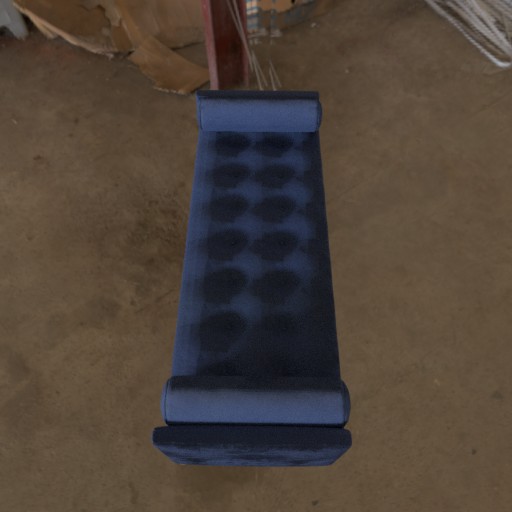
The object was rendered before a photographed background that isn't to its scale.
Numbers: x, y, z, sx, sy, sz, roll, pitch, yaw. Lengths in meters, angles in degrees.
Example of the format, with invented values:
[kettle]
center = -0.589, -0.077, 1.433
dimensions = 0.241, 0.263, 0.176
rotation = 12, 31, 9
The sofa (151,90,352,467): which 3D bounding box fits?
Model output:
[sofa]
center = 0.000, 0.000, 2.480
dimensions = 0.796, 0.705, 2.102
rotation = 1, 58, 0
